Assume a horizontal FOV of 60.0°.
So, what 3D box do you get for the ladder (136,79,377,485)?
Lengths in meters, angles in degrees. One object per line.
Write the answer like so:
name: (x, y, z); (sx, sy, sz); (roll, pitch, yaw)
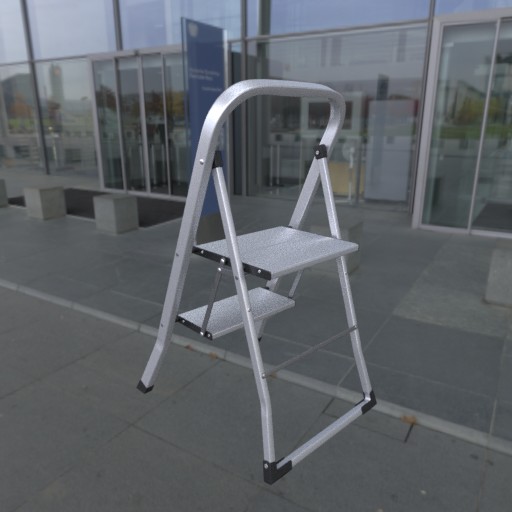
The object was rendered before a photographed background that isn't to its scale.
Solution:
ladder: (0.000, 0.000, 1.143); (0.465, 0.830, 0.530); (-16, 23, -41)
